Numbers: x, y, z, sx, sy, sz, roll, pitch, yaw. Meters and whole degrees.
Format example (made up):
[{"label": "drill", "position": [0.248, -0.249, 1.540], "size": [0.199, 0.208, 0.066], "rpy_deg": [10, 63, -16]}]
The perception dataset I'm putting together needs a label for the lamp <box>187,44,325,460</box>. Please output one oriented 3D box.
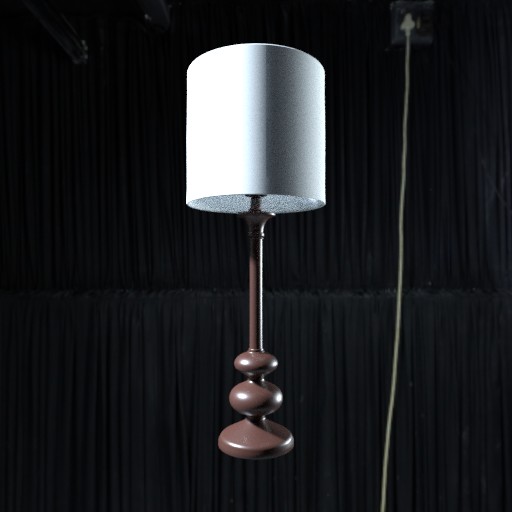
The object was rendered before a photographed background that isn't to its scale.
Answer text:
[{"label": "lamp", "position": [0.000, 0.000, 0.819], "size": [0.254, 0.690, 0.254], "rpy_deg": [0, -1, 0]}]
